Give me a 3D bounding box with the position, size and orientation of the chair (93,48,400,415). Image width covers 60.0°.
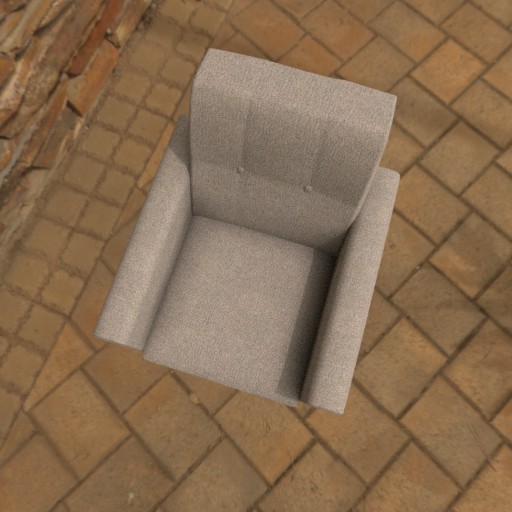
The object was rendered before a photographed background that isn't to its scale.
[{"bbox_3d":[0.000,0.000,1.632,0.845,0.968,0.942,16,75,5],"label":"chair"}]
